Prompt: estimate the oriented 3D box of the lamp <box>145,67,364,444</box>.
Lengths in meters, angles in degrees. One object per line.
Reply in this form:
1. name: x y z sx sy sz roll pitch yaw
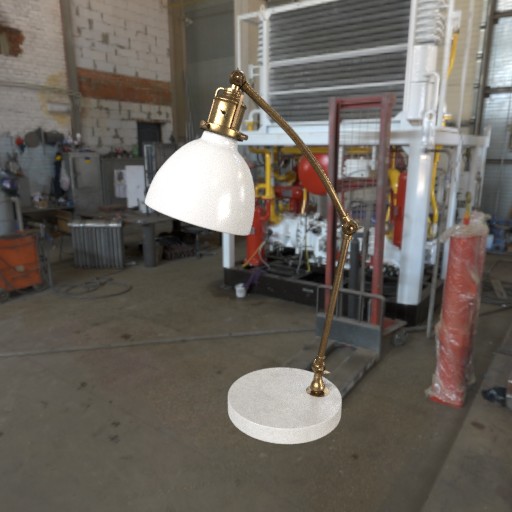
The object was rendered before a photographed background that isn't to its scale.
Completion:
1. lamp: 0.000 0.000 0.666 0.317 0.522 0.186 -2 14 -9
